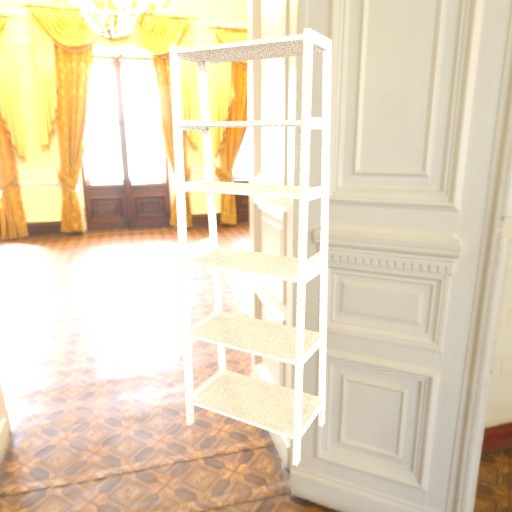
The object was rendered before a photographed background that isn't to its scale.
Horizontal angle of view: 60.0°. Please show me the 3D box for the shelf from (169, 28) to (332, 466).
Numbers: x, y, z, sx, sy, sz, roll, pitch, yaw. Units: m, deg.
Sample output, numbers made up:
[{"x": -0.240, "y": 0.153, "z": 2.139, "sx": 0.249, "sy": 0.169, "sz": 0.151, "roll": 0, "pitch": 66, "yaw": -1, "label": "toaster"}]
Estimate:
[{"x": 0.000, "y": 0.000, "z": 2.170, "sx": 0.660, "sy": 1.892, "sz": 0.381, "roll": 8, "pitch": 17, "yaw": 28, "label": "shelf"}]
